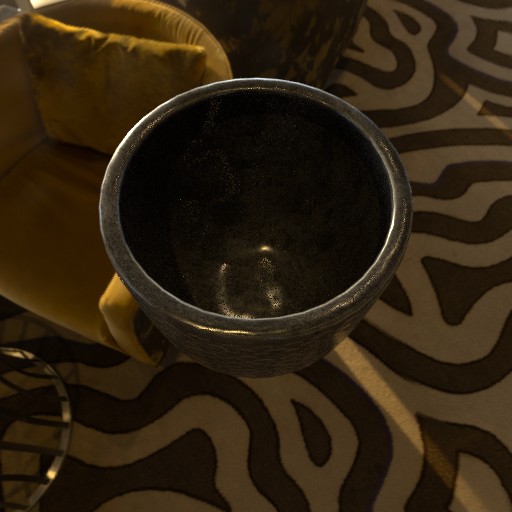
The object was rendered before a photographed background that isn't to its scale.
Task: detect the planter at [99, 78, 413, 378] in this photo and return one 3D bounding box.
[{"bbox_3d":[0.000,0.000,0.360,0.197,0.191,0.197,0,63,0],"label":"planter"}]
